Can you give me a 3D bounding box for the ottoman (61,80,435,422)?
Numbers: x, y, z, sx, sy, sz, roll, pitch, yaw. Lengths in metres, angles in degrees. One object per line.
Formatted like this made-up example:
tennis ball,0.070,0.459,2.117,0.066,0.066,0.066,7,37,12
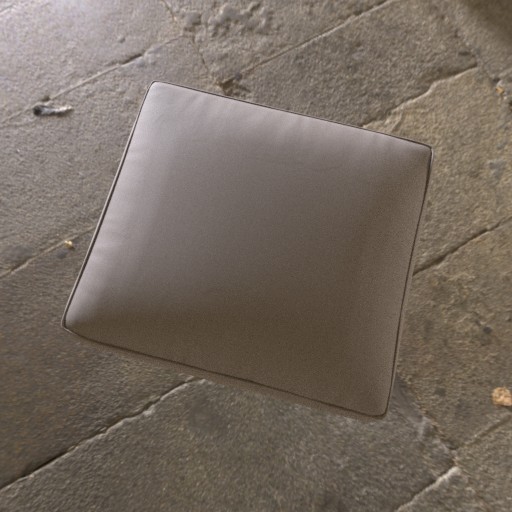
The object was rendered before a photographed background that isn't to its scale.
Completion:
ottoman,0.000,0.000,1.145,0.721,0.505,0.662,15,77,4
